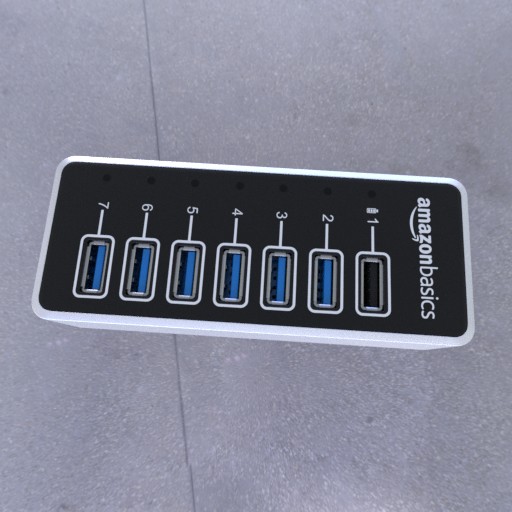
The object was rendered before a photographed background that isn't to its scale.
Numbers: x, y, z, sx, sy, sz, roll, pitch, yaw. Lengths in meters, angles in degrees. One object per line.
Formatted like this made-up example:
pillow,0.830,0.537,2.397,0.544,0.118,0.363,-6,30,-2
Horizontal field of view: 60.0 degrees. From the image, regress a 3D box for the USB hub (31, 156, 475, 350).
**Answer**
USB hub,0.000,0.000,0.124,0.110,0.023,0.044,4,76,1
